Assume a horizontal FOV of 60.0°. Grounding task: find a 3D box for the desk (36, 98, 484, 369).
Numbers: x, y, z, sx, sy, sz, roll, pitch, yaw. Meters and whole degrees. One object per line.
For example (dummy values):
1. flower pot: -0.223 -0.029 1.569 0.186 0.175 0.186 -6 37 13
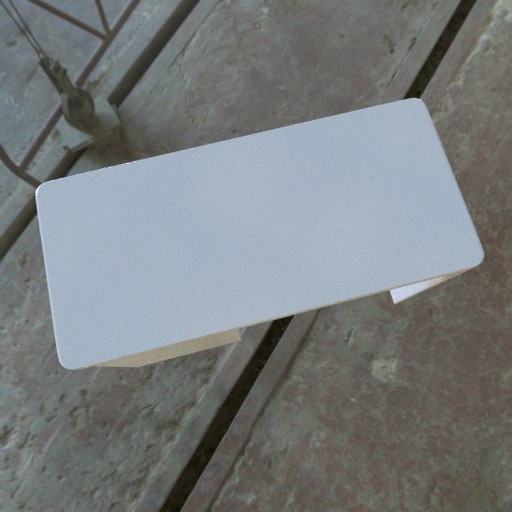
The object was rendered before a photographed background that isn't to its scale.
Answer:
1. desk: 0.000 0.000 1.632 1.200 0.760 0.550 -14 76 -4
